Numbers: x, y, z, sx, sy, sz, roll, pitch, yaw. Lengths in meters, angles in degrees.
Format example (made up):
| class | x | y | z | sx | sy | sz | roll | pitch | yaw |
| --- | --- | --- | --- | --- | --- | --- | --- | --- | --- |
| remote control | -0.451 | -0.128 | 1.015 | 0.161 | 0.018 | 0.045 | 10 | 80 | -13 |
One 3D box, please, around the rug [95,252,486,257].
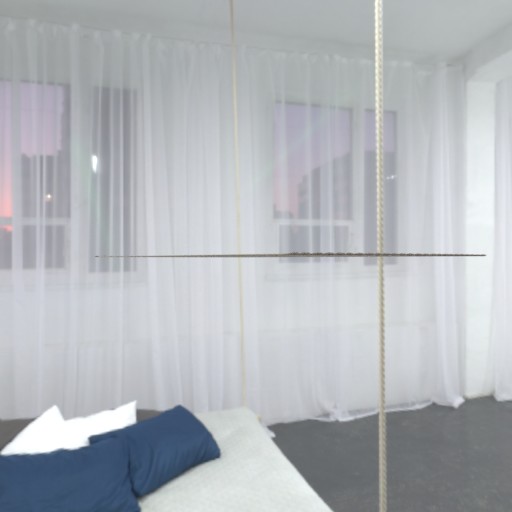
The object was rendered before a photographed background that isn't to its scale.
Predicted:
| class | x | y | z | sx | sy | sz | roll | pitch | yaw |
| --- | --- | --- | --- | --- | --- | --- | --- | --- | --- |
| rug | 0.000 | 0.000 | 2.578 | 1.229 | 0.011 | 2.096 | 0 | 0 | -36 |
